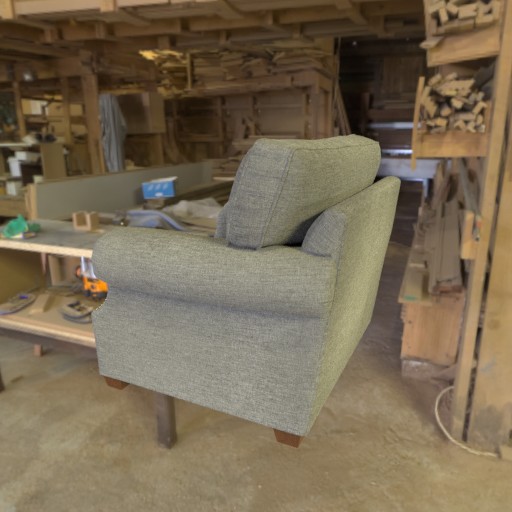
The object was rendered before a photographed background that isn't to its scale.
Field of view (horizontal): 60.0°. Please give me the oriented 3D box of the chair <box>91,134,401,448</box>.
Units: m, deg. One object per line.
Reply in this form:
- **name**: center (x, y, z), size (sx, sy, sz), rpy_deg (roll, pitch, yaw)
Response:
- **chair**: center (0.000, 0.000, 1.820), size (0.965, 0.961, 1.092), rpy_deg (8, 18, 25)
